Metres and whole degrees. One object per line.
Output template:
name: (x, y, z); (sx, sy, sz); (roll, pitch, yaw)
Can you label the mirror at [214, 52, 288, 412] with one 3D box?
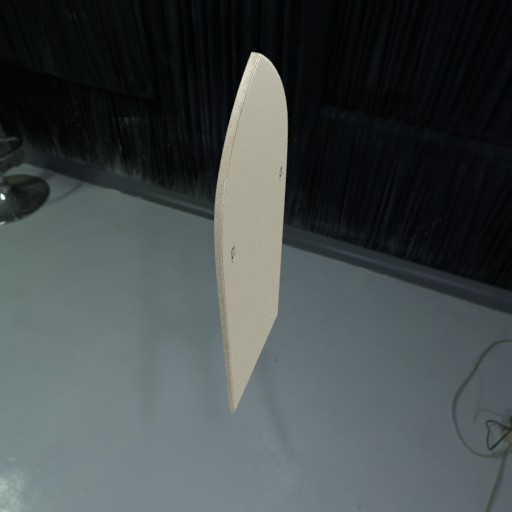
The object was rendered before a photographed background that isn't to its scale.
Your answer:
mirror: (0.000, 0.000, 1.304); (0.025, 1.175, 0.464); (16, 49, 14)
